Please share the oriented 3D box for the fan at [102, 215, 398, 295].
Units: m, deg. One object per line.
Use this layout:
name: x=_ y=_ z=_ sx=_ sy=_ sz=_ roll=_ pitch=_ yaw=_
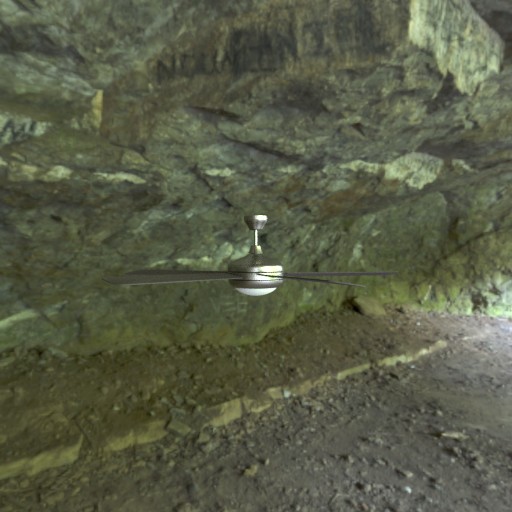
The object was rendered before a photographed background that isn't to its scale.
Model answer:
fan: x=0.000 y=0.000 z=1.992 sx=1.321 sy=0.356 sz=1.321 roll=0 pitch=0 yaw=0
